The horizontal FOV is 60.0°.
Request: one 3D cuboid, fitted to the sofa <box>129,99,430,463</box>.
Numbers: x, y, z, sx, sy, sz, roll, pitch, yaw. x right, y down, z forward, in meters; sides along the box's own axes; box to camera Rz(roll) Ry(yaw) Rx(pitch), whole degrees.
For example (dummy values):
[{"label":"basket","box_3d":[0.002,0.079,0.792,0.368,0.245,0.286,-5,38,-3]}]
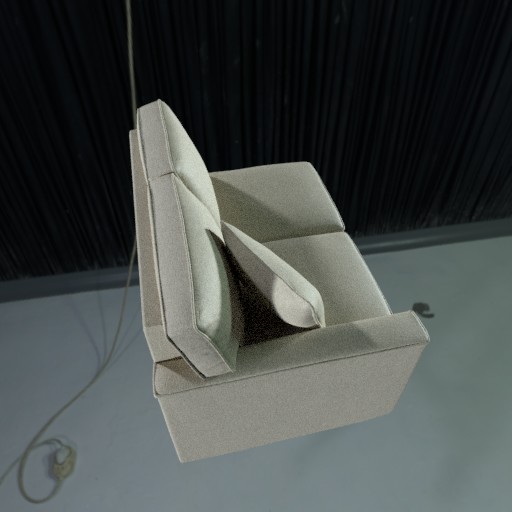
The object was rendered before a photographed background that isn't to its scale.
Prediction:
[{"label":"sofa","box_3d":[0.000,0.000,2.061,0.991,0.989,1.388,-10,47,-9]}]
